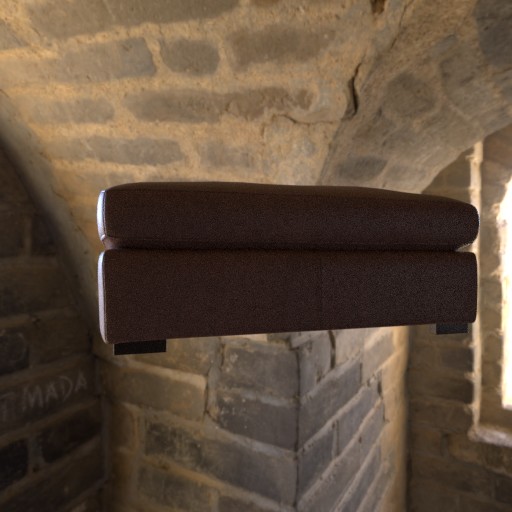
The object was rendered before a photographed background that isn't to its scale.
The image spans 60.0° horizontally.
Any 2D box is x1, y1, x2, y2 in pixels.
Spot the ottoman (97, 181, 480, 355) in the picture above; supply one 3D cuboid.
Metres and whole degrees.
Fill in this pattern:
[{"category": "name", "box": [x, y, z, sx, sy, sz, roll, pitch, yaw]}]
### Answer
[{"category": "ottoman", "box": [0.000, 0.000, 1.761, 1.168, 0.490, 1.168, 0, 0, -18]}]
